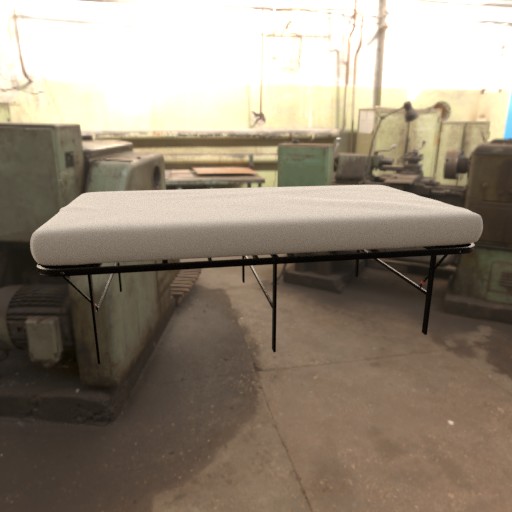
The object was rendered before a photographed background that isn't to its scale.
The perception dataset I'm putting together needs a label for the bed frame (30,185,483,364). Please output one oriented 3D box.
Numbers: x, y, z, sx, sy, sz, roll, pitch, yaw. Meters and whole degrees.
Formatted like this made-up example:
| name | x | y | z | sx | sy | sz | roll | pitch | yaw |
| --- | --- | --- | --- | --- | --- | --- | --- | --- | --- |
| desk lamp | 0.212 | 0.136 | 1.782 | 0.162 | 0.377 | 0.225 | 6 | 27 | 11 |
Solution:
| name | x | y | z | sx | sy | sz | roll | pitch | yaw |
| --- | --- | --- | --- | --- | --- | --- | --- | --- | --- |
| bed frame | 0.000 | 0.000 | 2.327 | 1.903 | 0.619 | 0.989 | -3 | 17 | -10 |
